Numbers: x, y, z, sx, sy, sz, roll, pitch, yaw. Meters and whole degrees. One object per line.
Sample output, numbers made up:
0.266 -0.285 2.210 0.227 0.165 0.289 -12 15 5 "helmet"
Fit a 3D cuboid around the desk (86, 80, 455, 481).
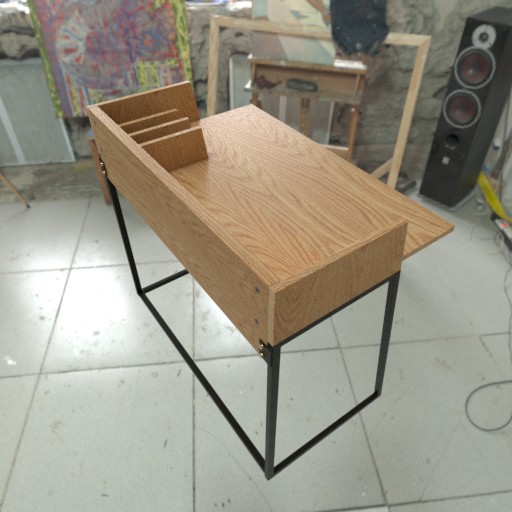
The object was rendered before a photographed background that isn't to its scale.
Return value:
0.000 0.000 1.854 0.769 1.061 1.191 -26 48 -25 "desk"
